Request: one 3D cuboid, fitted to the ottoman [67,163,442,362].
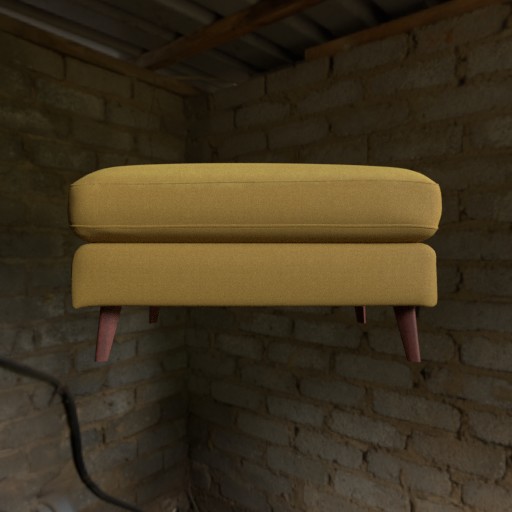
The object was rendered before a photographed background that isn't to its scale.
[{"bbox_3d":[0.000,0.000,1.206,0.811,0.449,0.608,0,1,0],"label":"ottoman"}]
